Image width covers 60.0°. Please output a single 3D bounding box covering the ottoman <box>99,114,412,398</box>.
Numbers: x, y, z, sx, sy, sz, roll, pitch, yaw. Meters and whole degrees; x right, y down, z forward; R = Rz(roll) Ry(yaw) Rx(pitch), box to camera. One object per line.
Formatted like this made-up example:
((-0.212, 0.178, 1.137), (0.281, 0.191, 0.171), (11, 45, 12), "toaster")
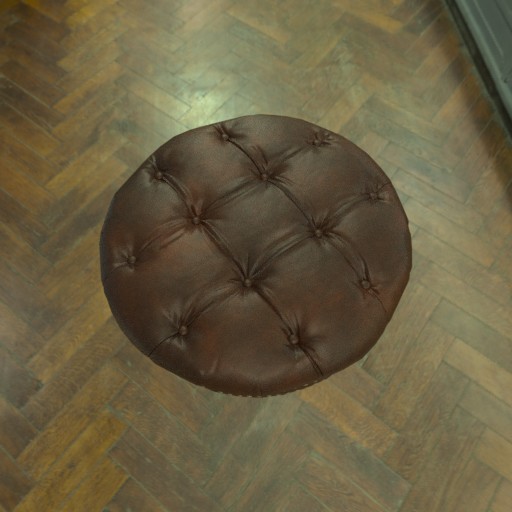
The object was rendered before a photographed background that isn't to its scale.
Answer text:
((0.000, 0.000, 1.400), (0.901, 0.455, 0.901), (0, 64, 0), "ottoman")
